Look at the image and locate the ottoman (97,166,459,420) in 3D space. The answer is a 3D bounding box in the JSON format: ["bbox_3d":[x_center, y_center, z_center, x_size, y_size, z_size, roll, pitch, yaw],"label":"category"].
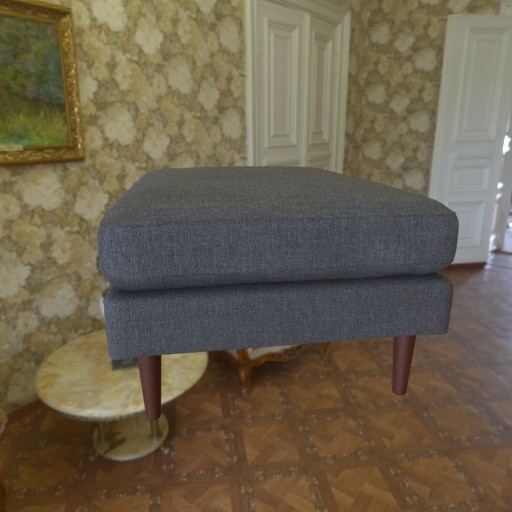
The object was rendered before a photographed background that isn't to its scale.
[{"bbox_3d":[0.000,0.000,1.231,0.693,0.474,0.821,-3,16,-9],"label":"ottoman"}]
